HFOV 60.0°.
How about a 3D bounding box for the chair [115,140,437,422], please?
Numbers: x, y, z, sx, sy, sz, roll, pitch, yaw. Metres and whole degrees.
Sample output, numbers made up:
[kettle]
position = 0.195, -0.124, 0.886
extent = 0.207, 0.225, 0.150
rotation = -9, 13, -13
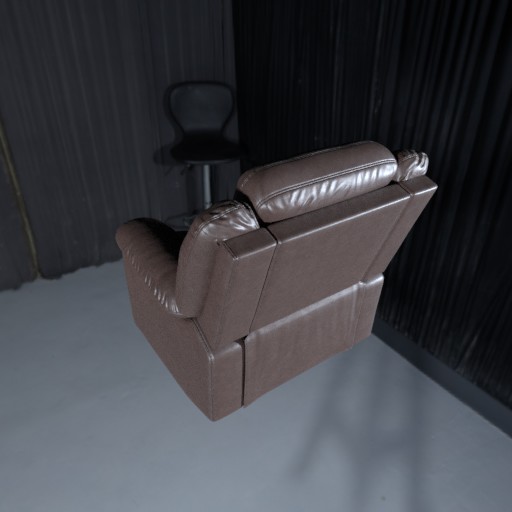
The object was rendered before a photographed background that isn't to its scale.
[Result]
[chair]
position = 0.000, 0.000, 1.739
extent = 0.899, 1.009, 0.934
rotation = -20, 37, -29
